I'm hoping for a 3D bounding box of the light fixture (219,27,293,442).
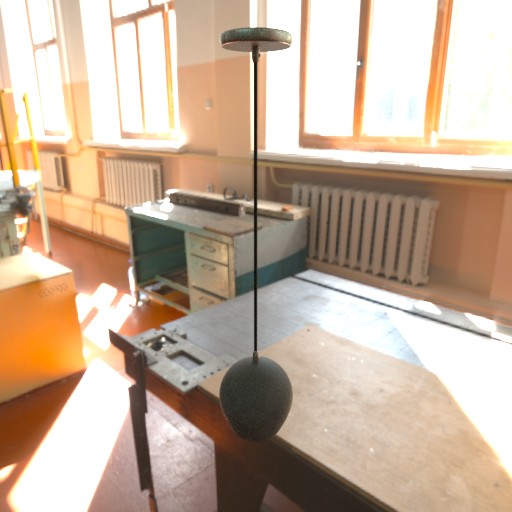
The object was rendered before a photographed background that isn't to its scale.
[{"bbox_3d":[0.000,0.000,0.838,0.153,0.760,0.153,-3,17,-10],"label":"light fixture"}]
